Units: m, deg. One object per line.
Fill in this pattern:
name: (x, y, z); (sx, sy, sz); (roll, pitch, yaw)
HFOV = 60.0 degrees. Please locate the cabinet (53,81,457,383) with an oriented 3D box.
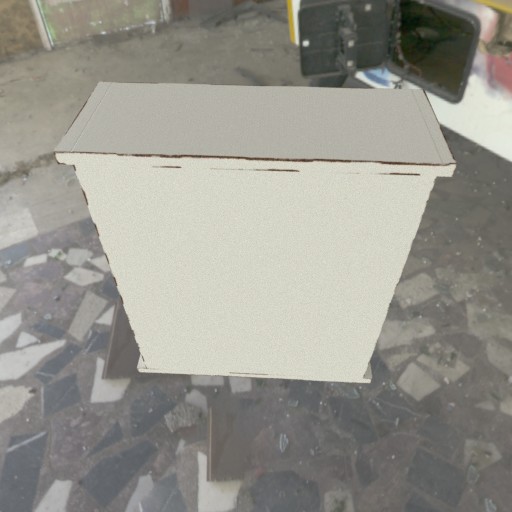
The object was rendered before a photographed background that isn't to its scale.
cabinet: (0.000, 0.000, 0.883); (0.541, 0.603, 0.210); (2, 47, 2)
